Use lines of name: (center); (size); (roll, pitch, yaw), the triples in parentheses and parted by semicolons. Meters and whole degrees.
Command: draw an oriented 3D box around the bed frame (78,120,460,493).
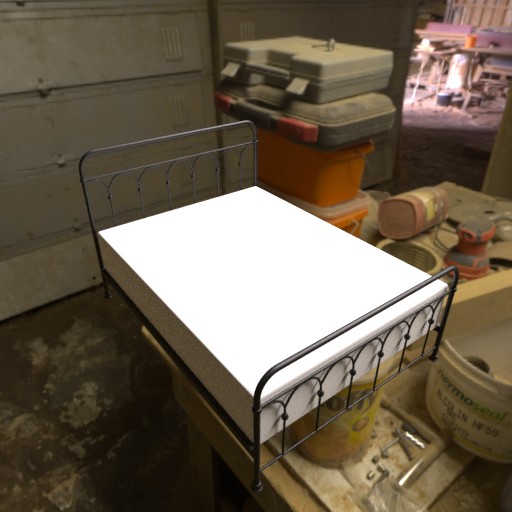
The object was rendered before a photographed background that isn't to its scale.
bed frame: (0.000, 0.000, 3.184); (1.664, 1.276, 2.203); (-21, 37, -31)
